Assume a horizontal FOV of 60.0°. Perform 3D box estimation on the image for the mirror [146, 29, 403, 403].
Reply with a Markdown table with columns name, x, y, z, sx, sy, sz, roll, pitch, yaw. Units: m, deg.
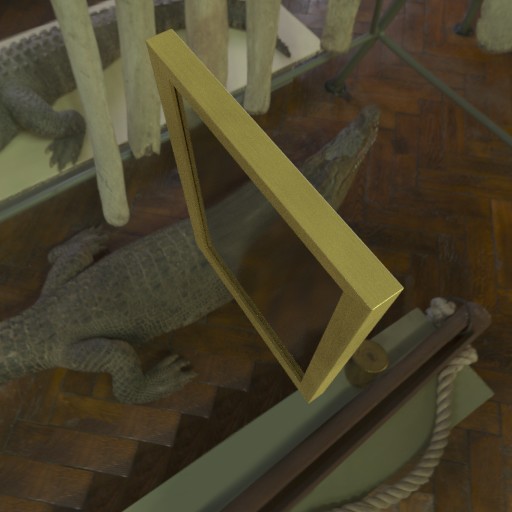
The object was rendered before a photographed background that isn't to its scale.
| name | x | y | z | sx | sy | sz | roll | pitch | yaw |
| --- | --- | --- | --- | --- | --- | --- | --- | --- | --- |
| mirror | 0.000 | 0.000 | 0.676 | 0.041 | 0.508 | 0.405 | -31 | 67 | -15 |
